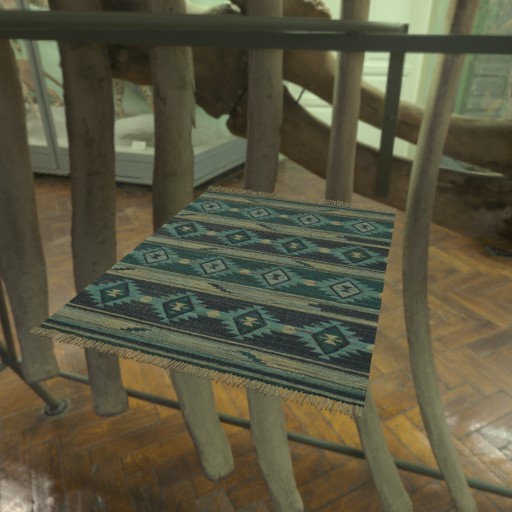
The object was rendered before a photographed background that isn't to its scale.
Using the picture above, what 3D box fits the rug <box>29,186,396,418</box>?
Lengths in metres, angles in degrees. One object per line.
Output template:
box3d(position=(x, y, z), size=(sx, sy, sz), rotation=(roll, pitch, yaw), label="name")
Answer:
box3d(position=(0.000, 0.000, 4.253), size=(2.418, 0.047, 3.307), rotation=(9, 30, 17), label="rug")
